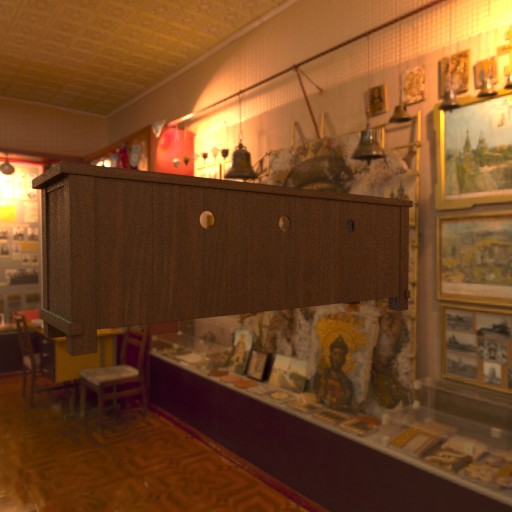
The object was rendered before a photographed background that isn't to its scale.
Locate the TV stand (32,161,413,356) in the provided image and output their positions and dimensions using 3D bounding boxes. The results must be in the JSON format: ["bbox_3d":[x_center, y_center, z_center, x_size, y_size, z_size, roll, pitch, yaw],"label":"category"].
[{"bbox_3d":[0.000,0.000,2.128,1.866,0.615,0.471,-1,1,-37],"label":"TV stand"}]
